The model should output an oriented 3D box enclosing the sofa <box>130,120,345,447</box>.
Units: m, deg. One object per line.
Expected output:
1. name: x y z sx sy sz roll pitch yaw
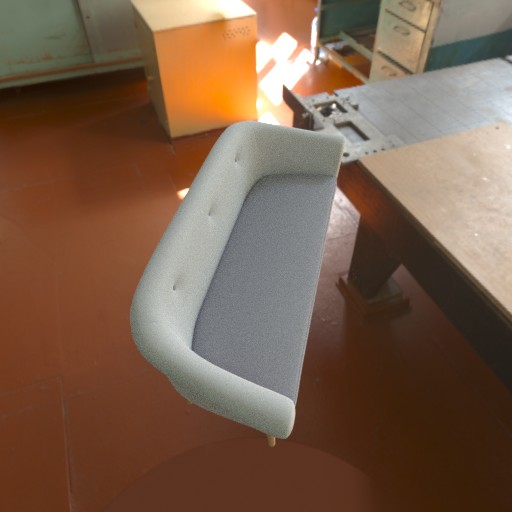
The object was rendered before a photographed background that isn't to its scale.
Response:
1. sofa: 0.000 0.000 2.604 0.827 0.795 2.160 10 47 9
